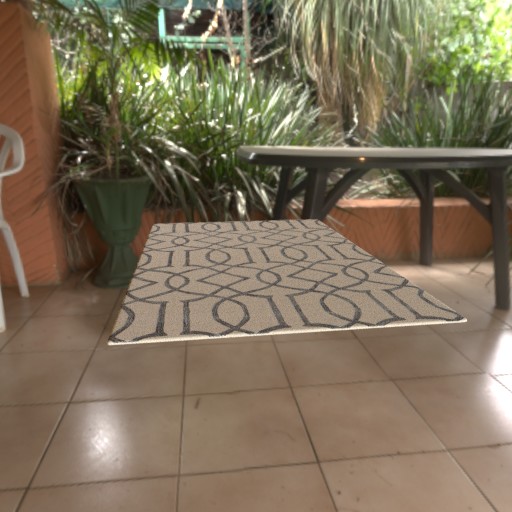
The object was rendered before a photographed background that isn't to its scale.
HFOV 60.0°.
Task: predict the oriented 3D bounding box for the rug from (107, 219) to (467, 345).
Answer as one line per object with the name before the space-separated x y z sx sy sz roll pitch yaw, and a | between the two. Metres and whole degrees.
rug | 0.000 0.000 2.951 1.521 0.017 2.365 -2 16 -8
